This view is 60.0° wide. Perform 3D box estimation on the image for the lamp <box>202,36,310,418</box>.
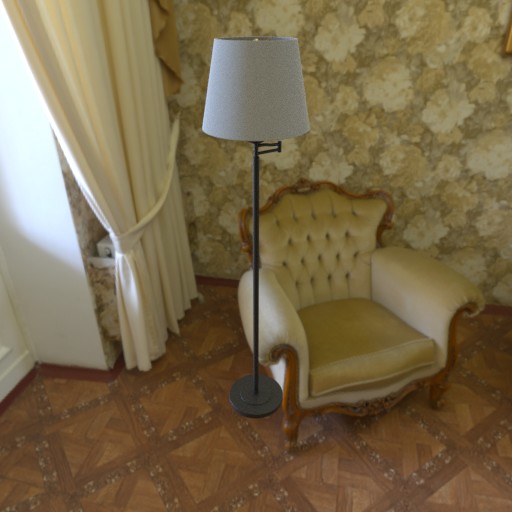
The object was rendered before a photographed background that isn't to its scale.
[{"bbox_3d":[0.000,0.000,1.670,0.348,1.473,0.348,-18,34,-30],"label":"lamp"}]
